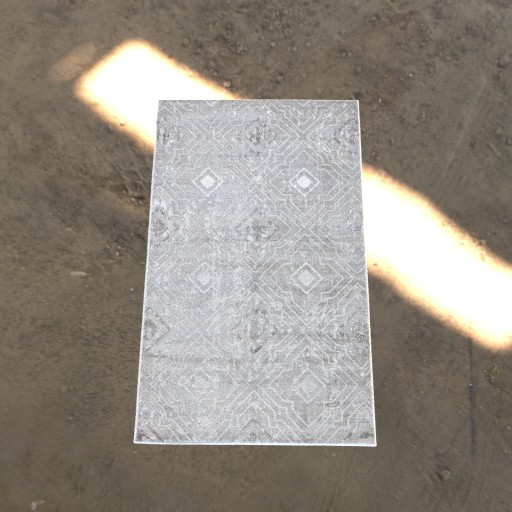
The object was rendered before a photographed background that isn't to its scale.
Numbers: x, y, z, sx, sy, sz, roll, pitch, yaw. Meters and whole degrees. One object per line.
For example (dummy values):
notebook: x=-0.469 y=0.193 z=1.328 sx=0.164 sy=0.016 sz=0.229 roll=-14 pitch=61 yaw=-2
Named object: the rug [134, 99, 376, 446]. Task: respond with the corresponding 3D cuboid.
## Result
rug: x=0.000 y=0.000 z=3.078 sx=1.537 sy=0.036 sz=2.447 roll=1 pitch=76 yaw=0
